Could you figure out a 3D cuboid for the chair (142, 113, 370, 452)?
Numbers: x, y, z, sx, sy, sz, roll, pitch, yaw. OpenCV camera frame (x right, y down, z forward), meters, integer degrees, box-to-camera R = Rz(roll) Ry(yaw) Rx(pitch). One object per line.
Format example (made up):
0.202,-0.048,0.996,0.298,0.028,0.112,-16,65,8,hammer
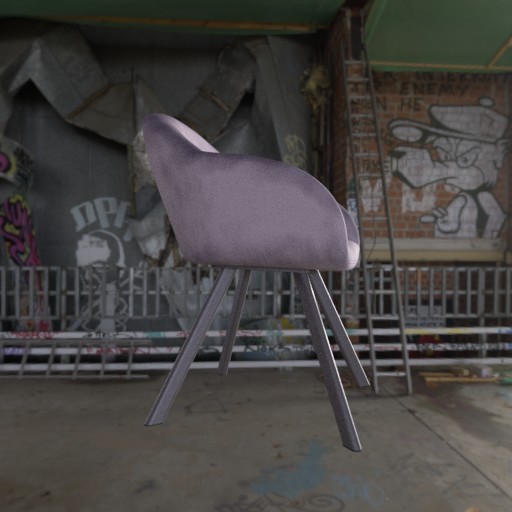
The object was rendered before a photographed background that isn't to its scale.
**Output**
0.000,0.000,1.215,0.590,0.795,0.550,0,0,16,chair
